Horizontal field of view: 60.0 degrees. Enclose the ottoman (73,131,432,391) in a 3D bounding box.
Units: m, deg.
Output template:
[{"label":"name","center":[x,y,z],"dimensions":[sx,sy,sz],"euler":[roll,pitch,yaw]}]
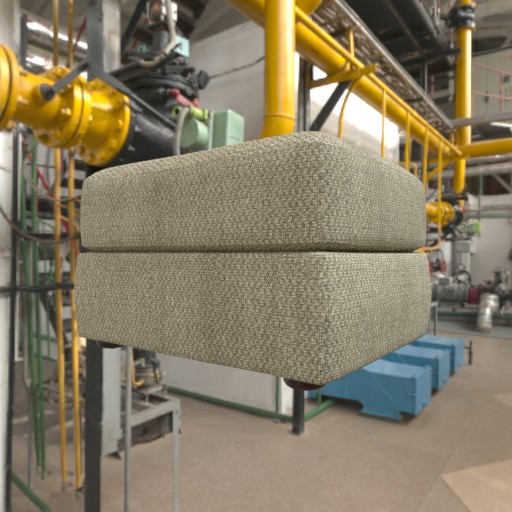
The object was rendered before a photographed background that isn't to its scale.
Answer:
[{"label":"ottoman","center":[0.000,0.000,1.154],"dimensions":[0.751,0.476,0.603],"euler":[0,1,37]}]
